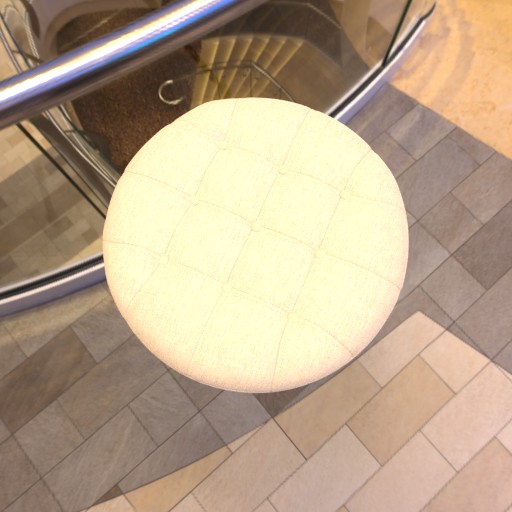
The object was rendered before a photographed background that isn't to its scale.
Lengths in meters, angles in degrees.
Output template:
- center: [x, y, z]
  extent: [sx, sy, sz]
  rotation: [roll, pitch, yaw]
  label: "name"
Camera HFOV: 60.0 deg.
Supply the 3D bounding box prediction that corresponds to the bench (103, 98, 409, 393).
- center: [0.000, 0.000, 1.028]
  extent: [0.600, 0.454, 0.600]
  rotation: [0, 75, 0]
  label: "bench"
